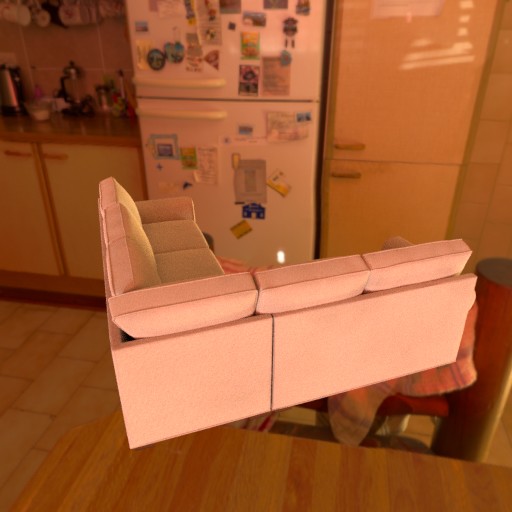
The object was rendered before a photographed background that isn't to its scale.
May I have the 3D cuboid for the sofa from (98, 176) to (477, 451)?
[{"bbox_3d":[0.000,0.000,3.865,2.487,1.053,2.562,-9,29,-17],"label":"sofa"}]
